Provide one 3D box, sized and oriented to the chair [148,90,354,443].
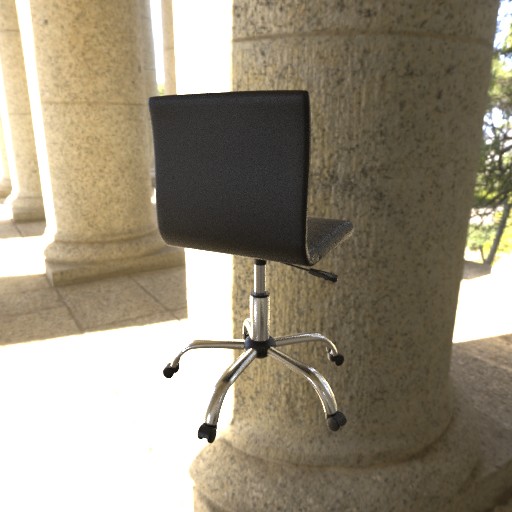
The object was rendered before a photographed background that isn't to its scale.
[{"bbox_3d":[0.000,0.000,1.150,0.556,0.780,0.530,8,18,27],"label":"chair"}]
